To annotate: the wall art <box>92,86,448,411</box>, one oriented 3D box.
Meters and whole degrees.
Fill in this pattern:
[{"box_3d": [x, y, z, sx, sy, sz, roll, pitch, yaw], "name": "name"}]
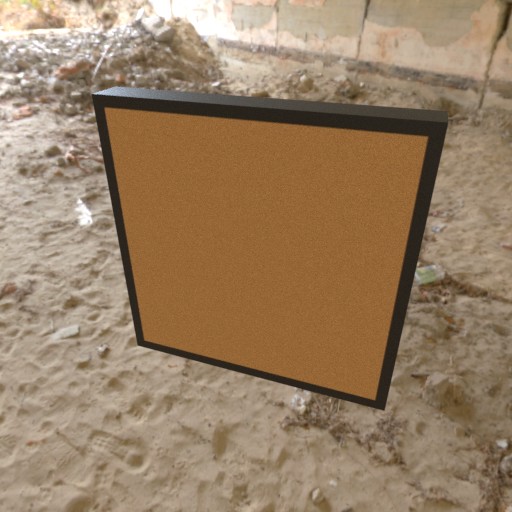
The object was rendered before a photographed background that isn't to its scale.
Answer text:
[{"box_3d": [0.000, 0.000, 0.452, 0.304, 0.304, 0.038, 10, 33, 17], "name": "wall art"}]
